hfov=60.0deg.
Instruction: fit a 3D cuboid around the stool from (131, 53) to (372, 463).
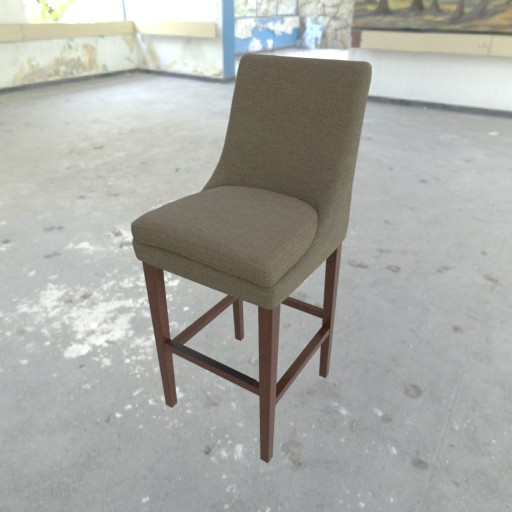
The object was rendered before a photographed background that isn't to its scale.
[{"bbox_3d":[0.000,0.000,1.361,0.470,1.078,0.577,18,34,28],"label":"stool"}]
